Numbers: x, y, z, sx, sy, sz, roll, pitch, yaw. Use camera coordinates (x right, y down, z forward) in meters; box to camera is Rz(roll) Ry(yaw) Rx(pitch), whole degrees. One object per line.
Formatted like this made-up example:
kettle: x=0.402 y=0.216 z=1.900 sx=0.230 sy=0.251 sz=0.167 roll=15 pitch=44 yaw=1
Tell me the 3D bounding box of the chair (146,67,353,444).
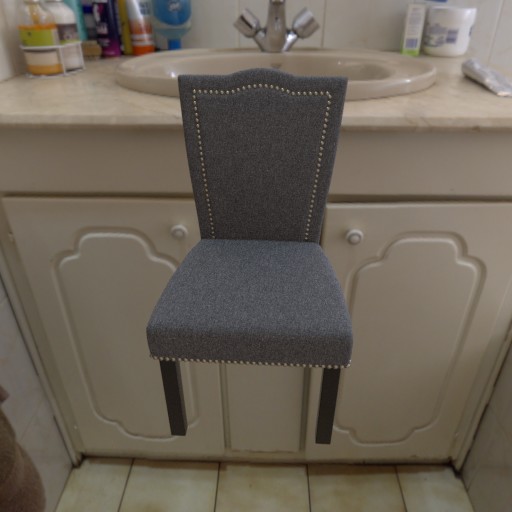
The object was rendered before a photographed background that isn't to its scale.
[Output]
chair: x=0.000 y=0.000 z=1.293 sx=0.518 sy=0.946 sz=0.589 roll=2 pitch=31 yaw=3
